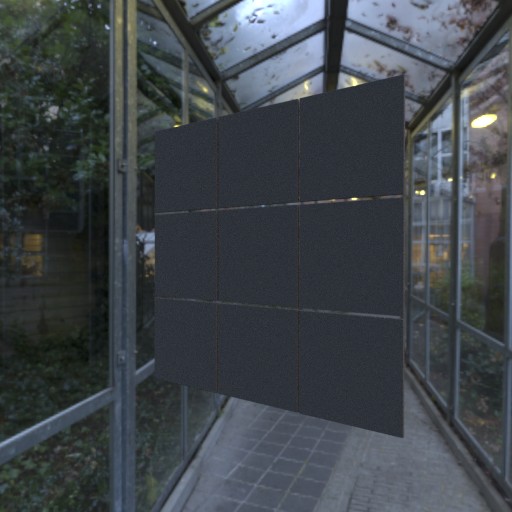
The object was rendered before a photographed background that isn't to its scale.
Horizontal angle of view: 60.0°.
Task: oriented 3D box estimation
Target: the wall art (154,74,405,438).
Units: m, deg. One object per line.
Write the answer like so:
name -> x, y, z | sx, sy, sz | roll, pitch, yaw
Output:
wall art -> 0.000, 0.000, 1.836 | 1.216, 1.216, 0.013 | 0, 1, 35
